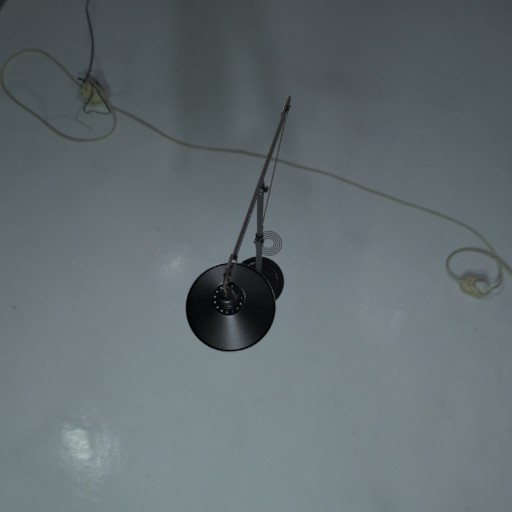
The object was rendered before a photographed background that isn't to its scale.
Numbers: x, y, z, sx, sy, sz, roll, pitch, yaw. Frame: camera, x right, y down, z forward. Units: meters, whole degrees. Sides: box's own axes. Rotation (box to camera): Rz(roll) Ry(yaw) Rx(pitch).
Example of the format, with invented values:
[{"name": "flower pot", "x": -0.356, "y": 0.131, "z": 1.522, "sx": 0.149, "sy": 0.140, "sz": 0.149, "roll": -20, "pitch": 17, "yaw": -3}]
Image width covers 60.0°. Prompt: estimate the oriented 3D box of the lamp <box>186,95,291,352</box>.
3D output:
[{"name": "lamp", "x": 0.000, "y": 0.000, "z": 1.959, "sx": 0.319, "sy": 1.626, "sz": 0.904, "roll": 15, "pitch": 75, "yaw": 4}]
